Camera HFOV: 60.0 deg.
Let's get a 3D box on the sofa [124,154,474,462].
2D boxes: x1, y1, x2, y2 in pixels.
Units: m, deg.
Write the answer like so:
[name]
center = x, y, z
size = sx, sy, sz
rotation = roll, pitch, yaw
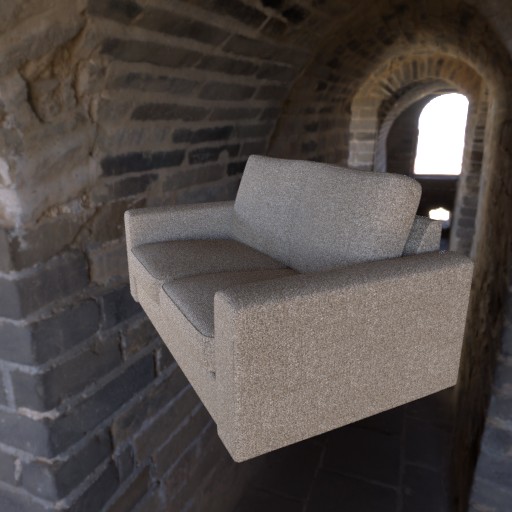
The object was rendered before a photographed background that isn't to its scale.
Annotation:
[sofa]
center = 0.000, 0.000, 2.146
size = 1.016, 0.873, 1.616
rotation = -8, 19, -25
